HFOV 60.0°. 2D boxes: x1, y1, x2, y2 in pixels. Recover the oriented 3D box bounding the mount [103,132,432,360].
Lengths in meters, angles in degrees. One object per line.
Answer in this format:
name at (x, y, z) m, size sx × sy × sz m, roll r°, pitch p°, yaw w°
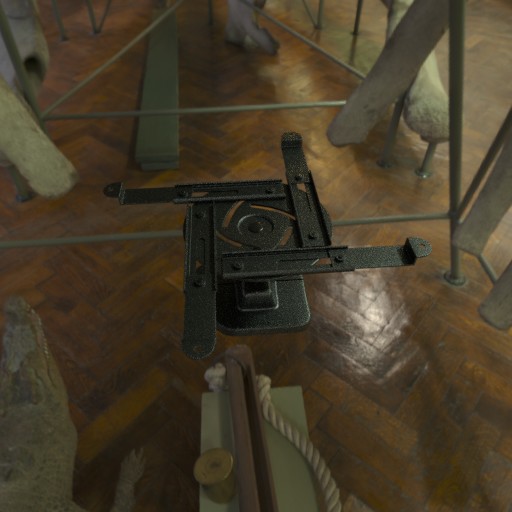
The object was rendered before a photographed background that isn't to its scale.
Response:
mount at (0.000, 0.000, 0.598) m, size 0.394 × 0.141 × 0.394 m, roll -3°, pitch 46°, yaw -3°
